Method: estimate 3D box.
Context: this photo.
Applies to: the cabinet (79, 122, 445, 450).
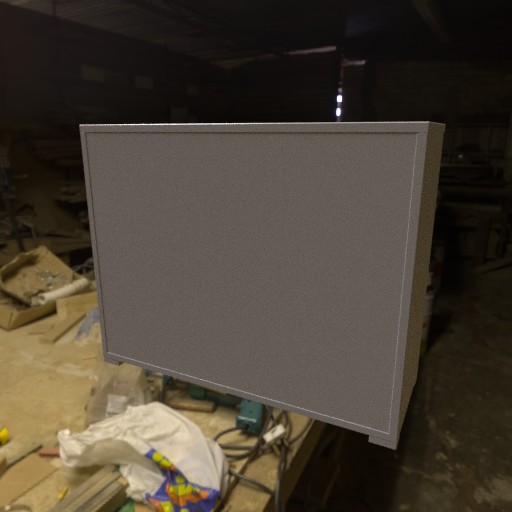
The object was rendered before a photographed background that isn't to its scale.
[{"bbox_3d":[0.000,0.000,1.408,1.000,0.800,0.400,8,17,26],"label":"cabinet"}]
